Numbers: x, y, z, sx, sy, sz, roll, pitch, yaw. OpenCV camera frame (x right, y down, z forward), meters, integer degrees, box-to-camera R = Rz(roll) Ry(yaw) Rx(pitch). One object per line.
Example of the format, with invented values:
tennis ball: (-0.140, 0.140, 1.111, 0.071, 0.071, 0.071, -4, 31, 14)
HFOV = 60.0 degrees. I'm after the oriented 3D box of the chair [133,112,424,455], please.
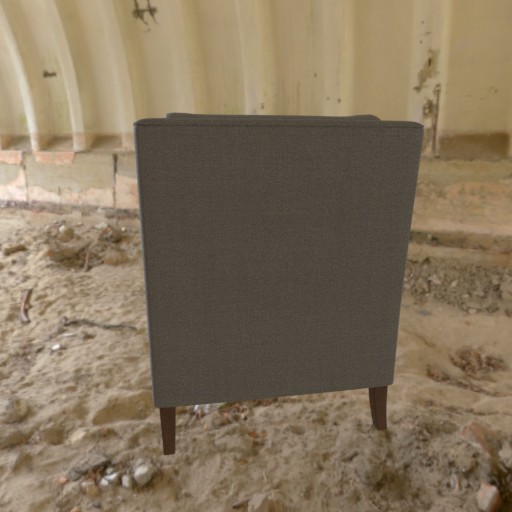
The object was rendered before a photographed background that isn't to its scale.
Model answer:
chair: (0.000, 0.000, 1.795, 0.866, 1.056, 1.040, -2, 14, -10)
